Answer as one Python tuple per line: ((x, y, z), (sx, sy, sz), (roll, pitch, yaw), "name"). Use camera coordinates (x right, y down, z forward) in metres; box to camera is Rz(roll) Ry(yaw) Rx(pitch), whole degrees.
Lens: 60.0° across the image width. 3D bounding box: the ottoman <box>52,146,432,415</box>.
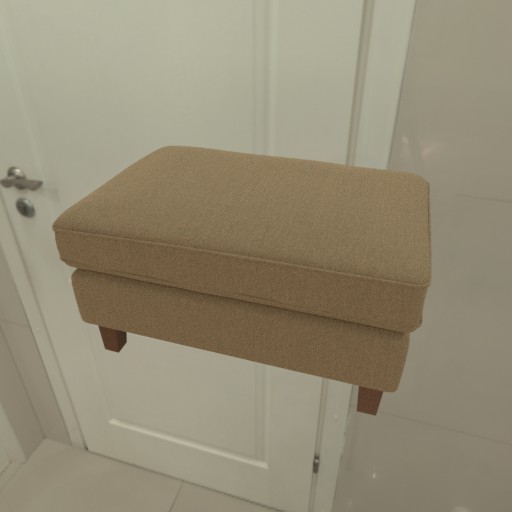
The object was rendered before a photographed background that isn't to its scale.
((0.000, 0.000, 1.351), (0.945, 0.521, 0.636), (9, 33, 15), "ottoman")
